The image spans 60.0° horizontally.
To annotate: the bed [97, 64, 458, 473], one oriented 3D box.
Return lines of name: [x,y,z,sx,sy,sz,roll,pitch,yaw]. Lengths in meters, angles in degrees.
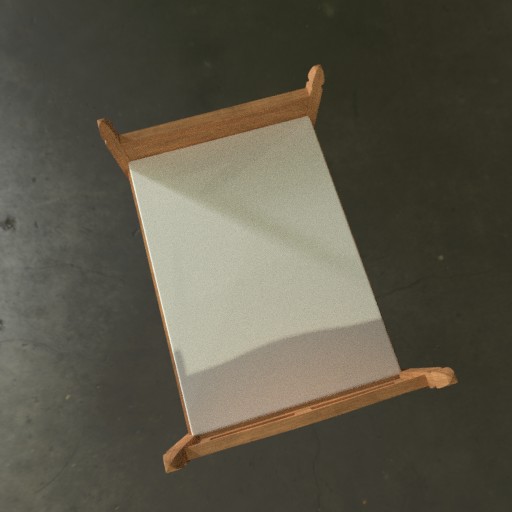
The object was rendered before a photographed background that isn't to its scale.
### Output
bed: [0.000,0.000,2.864,1.490,1.100,2.069,-16,75,-4]
